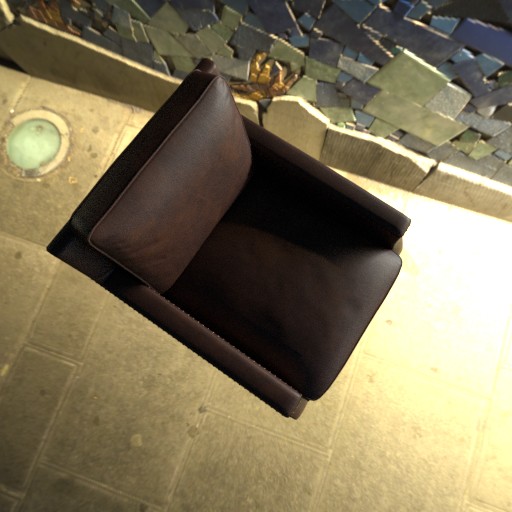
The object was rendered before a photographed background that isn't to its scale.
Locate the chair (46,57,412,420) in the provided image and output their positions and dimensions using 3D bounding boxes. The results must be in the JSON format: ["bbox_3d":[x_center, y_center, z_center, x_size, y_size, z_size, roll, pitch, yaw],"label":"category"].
[{"bbox_3d":[0.000,0.000,1.707,1.014,0.929,0.853,33,78,8],"label":"chair"}]
